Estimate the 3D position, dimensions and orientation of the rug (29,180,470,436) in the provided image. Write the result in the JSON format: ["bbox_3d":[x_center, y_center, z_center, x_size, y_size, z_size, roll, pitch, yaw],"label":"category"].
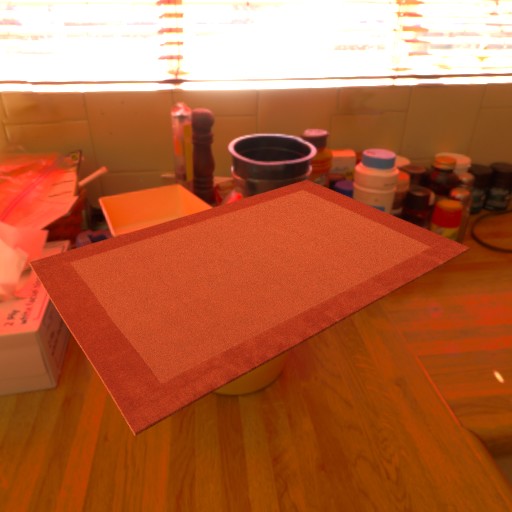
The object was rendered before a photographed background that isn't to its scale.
[{"bbox_3d":[0.000,0.000,2.199,1.829,0.014,1.219,-21,37,-32],"label":"rug"}]
